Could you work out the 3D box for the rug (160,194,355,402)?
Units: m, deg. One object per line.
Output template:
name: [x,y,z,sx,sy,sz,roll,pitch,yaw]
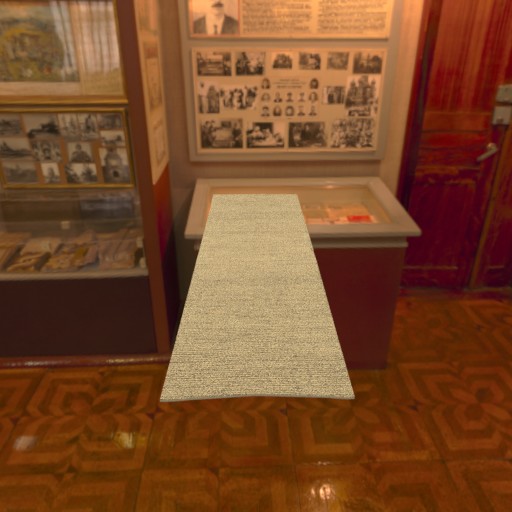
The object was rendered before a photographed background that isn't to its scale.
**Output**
rug: [0.000,0.000,2.602,0.692,0.032,2.320,0,26,0]
